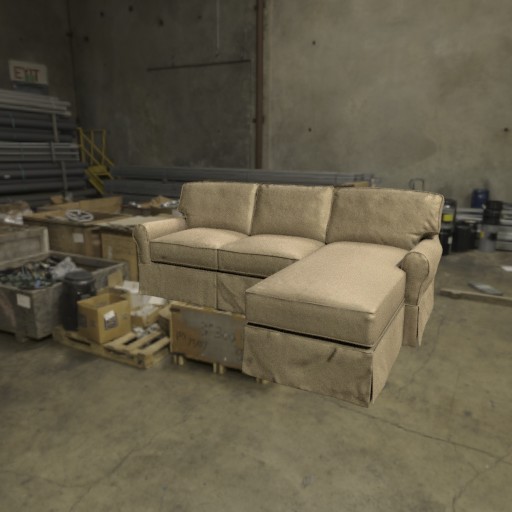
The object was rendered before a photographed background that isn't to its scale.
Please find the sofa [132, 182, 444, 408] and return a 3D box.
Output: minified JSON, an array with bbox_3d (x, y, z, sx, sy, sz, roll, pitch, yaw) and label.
[{"bbox_3d":[0.000,0.000,3.350,2.475,0.978,1.733,7,15,27],"label":"sofa"}]
